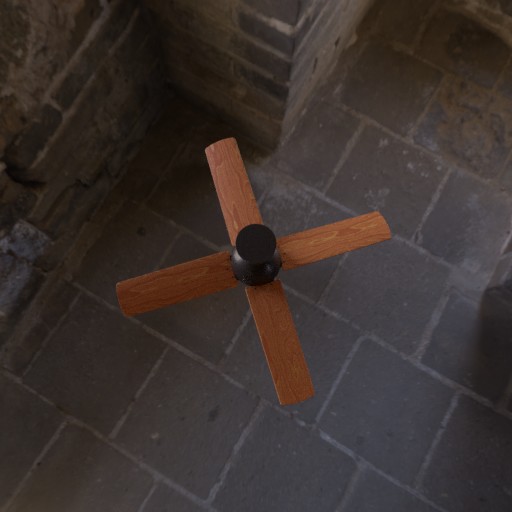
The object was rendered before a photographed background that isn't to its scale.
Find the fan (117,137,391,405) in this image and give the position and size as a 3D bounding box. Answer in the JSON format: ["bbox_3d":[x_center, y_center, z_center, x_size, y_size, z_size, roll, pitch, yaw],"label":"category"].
[{"bbox_3d":[0.000,0.000,2.018,1.332,0.403,1.332,-16,75,-4],"label":"fan"}]
